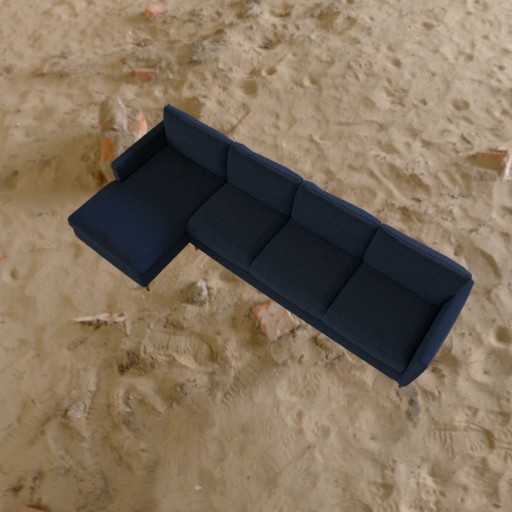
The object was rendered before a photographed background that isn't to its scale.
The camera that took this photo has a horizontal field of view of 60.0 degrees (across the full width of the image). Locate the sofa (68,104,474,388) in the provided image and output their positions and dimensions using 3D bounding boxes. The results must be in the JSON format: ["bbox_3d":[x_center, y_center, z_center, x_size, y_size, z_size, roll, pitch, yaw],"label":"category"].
[{"bbox_3d":[0.000,0.000,2.892,2.450,0.679,1.128,33,65,18],"label":"sofa"}]
